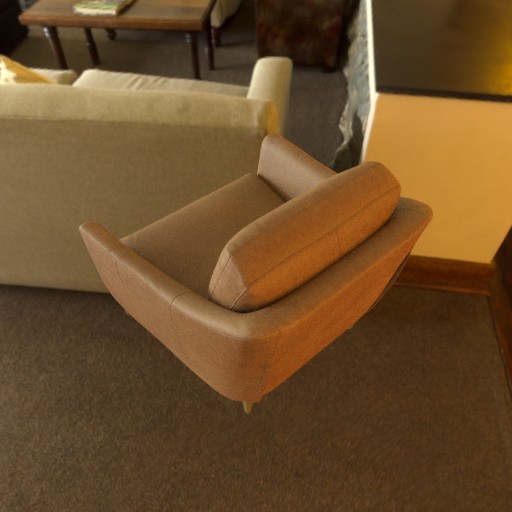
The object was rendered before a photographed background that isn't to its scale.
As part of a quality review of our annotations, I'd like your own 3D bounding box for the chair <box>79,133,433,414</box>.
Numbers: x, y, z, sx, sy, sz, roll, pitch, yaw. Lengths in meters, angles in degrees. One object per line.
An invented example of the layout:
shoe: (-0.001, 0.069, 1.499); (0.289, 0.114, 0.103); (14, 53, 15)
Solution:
chair: (0.000, 0.000, 1.742); (0.988, 0.895, 0.963); (-32, 55, -26)
